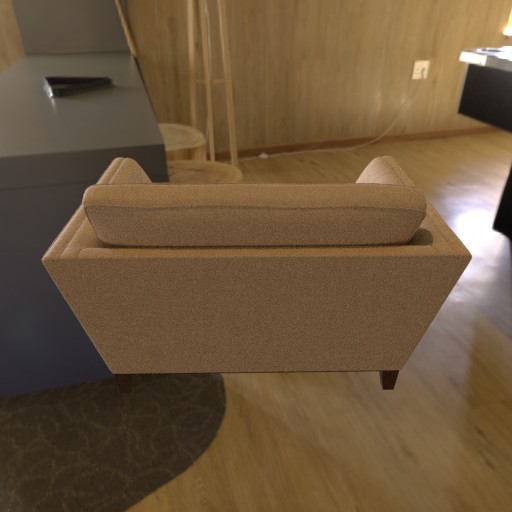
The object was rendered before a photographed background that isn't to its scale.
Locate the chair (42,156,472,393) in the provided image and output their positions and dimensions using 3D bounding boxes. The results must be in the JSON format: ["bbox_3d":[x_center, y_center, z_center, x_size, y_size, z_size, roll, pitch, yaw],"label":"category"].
[{"bbox_3d":[0.000,0.000,1.984,1.397,0.940,0.965,-1,32,-1],"label":"chair"}]
